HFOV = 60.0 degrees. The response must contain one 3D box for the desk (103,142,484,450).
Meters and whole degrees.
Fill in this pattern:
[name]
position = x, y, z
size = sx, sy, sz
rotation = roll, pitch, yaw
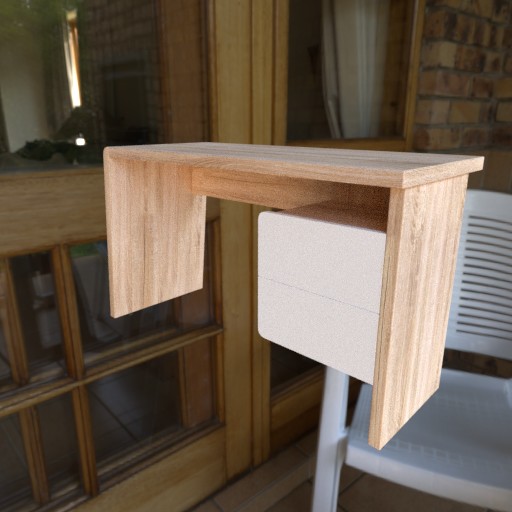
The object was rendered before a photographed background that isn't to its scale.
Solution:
[desk]
position = 0.000, 0.000, 1.612
size = 1.300, 0.750, 0.500
rotation = 15, 23, 41
